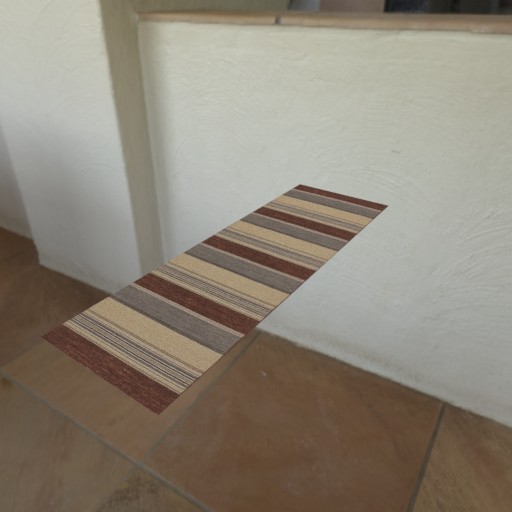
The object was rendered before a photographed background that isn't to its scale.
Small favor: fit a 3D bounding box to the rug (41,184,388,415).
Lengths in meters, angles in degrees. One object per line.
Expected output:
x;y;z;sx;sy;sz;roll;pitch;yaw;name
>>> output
0.000;0.000;2.769;0.792;0.006;2.437;20;36;30;rug
